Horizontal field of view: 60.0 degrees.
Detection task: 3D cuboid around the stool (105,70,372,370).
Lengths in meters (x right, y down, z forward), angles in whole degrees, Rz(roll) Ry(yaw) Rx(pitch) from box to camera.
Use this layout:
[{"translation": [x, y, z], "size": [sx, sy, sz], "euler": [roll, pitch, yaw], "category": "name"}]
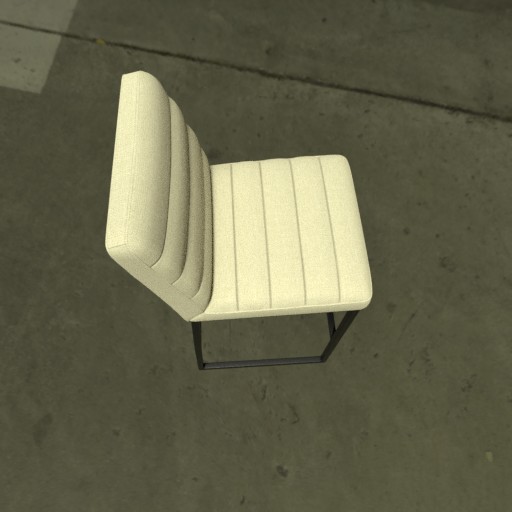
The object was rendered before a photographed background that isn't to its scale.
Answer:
[{"translation": [0.000, 0.000, 1.335], "size": [0.560, 1.040, 0.460], "euler": [-3, 64, -2], "category": "stool"}]
